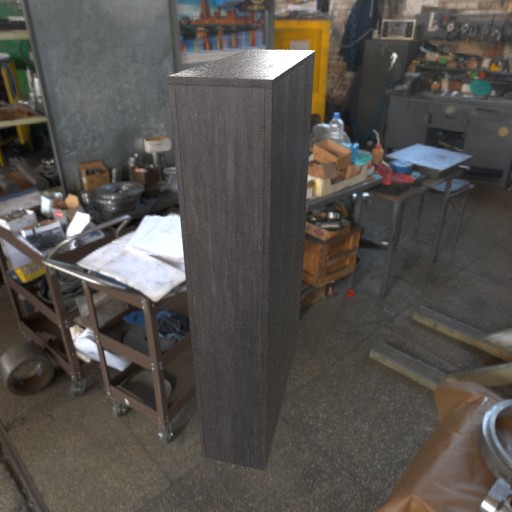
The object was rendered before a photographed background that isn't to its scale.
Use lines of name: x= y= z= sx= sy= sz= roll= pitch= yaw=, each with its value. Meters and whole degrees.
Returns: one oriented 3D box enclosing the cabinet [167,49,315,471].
cabinet: x=0.000 y=0.000 z=1.578 sx=0.250 sy=1.280 sz=0.750 roll=7 pitch=30 yaw=12
